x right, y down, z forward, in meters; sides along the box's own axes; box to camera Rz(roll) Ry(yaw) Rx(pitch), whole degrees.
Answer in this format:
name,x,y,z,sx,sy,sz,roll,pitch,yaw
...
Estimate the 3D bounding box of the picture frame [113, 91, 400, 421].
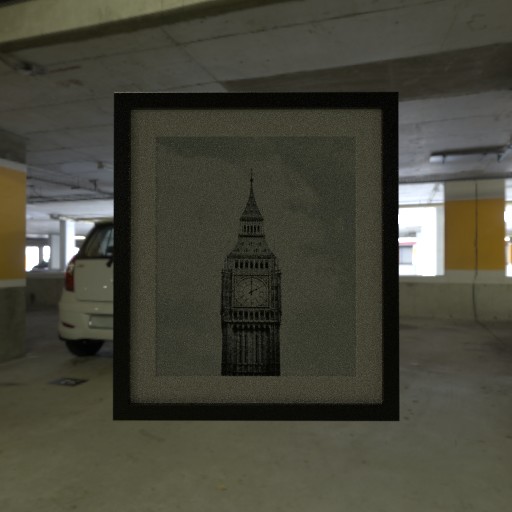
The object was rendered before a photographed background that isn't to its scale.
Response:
name,x,y,z,sx,sy,sz,roll,pitch,yaw
picture frame,0.000,0.000,0.526,0.328,0.378,0.034,0,-1,0
